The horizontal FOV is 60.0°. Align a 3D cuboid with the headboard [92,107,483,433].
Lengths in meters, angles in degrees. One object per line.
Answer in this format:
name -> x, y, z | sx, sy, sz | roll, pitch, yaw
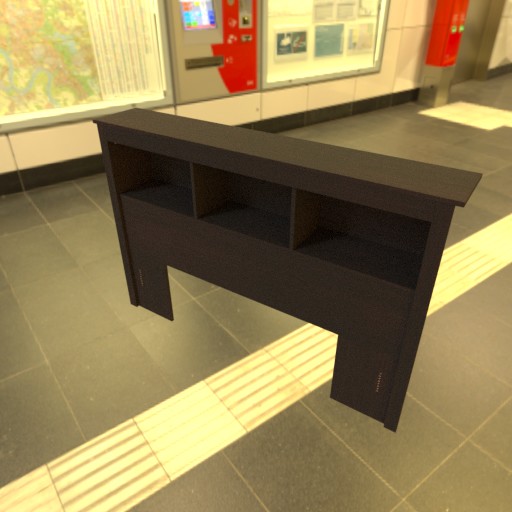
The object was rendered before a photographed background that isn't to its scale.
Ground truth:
headboard -> 0.000, 0.000, 2.093 | 1.671, 1.092, 0.279 | 19, 37, 28
